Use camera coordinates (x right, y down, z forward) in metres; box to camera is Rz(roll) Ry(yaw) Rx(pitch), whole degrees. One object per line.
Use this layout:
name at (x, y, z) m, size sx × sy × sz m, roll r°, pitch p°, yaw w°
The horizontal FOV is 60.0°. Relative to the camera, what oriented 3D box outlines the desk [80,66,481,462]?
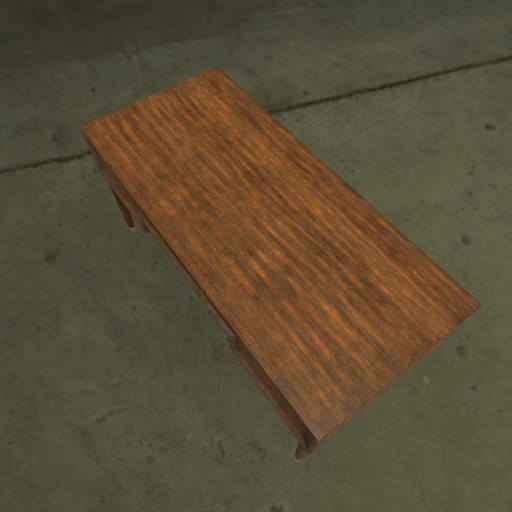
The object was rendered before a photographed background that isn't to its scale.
desk at (0.000, 0.000, 2.017) m, size 0.724 × 0.762 × 1.575 m, roll -32°, pitch 64°, yaw -18°
